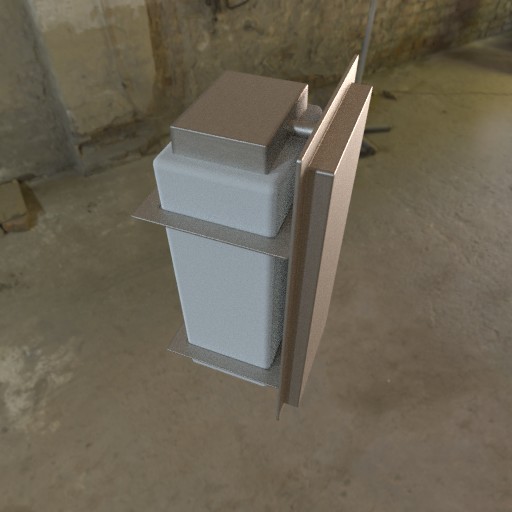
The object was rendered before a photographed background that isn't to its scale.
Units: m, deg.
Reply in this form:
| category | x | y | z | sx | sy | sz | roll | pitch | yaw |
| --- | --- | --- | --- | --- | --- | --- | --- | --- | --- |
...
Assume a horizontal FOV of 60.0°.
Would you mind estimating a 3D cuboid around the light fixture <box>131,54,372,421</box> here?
| category | x | y | z | sx | sy | sz | roll | pitch | yaw |
| --- | --- | --- | --- | --- | --- | --- | --- | --- | --- |
| light fixture | 0.000 | 0.000 | 0.476 | 0.160 | 0.380 | 0.168 | 15 | 49 | 14 |
